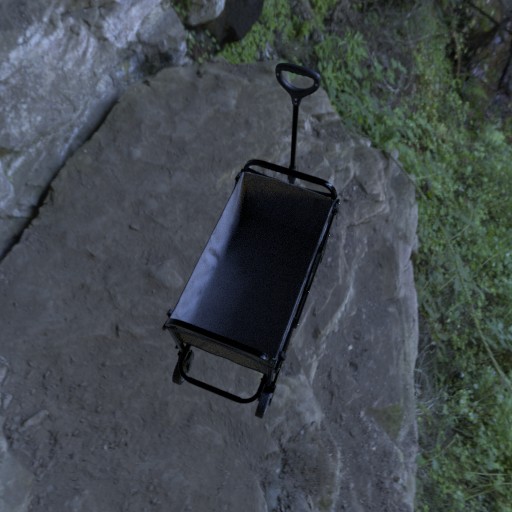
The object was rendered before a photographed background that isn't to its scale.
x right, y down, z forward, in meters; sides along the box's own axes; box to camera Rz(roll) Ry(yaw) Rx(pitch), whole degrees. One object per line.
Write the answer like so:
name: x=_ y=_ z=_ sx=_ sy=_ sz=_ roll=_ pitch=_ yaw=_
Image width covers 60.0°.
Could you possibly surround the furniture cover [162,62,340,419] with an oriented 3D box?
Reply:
furniture cover: x=0.000 y=0.000 z=1.824 sx=0.532 sy=1.295 sz=1.038 roll=19 pitch=65 yaw=9
